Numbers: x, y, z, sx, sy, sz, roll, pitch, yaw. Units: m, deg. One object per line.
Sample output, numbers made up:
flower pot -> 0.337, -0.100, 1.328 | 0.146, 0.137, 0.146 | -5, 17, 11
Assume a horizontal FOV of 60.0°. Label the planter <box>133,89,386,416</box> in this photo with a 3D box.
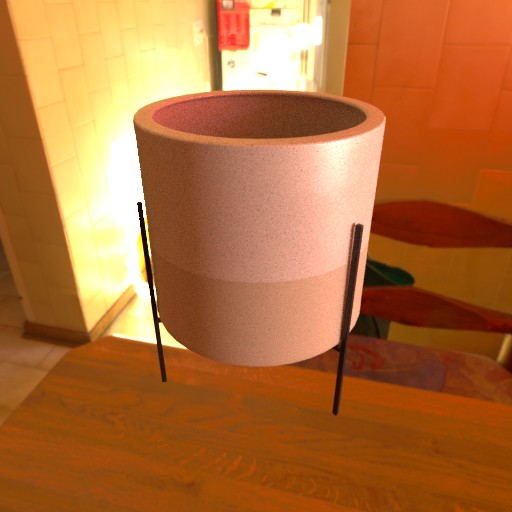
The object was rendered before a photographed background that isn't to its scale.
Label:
planter -> 0.000, 0.000, 0.758 | 0.368, 0.484, 0.359 | -8, 31, -14
